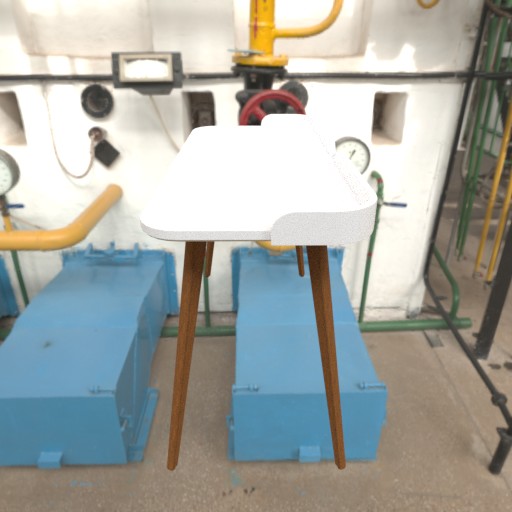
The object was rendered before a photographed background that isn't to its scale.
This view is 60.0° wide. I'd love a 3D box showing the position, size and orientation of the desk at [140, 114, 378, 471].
[{"bbox_3d":[0.000,0.000,1.615,0.534,0.807,1.206,0,27,0],"label":"desk"}]
